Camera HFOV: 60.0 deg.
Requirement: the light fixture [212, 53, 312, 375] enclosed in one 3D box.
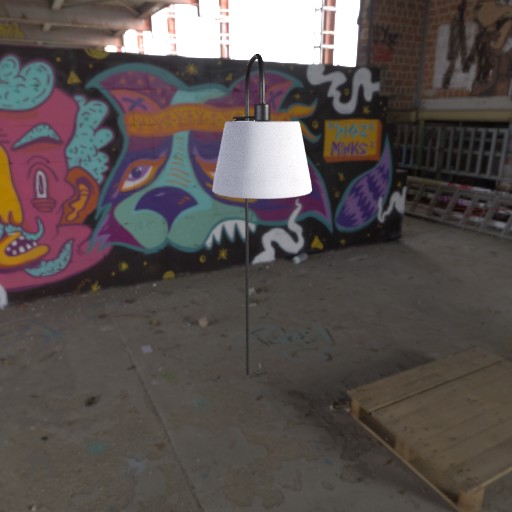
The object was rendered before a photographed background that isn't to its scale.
[{"bbox_3d":[0.000,0.000,0.476,0.092,0.399,0.176,-2,18,-7],"label":"light fixture"}]
